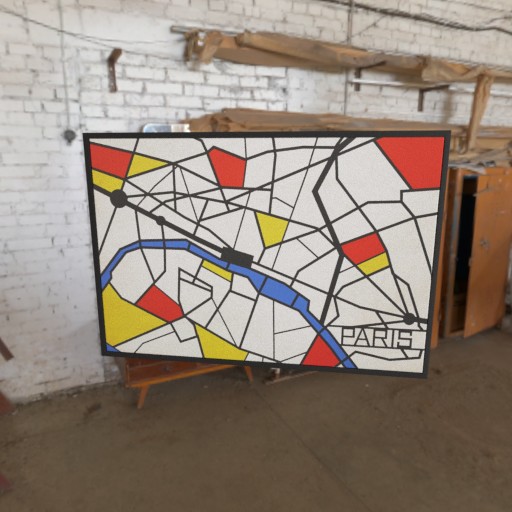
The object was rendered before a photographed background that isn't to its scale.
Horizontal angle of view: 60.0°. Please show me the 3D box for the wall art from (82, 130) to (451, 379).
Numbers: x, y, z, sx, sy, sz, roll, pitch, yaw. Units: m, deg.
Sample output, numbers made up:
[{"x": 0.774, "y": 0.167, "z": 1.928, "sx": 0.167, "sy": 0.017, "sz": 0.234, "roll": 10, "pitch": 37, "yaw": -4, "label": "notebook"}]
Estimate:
[{"x": 0.000, "y": 0.000, "z": 1.230, "sx": 0.963, "sy": 0.665, "sz": 0.013, "roll": 2, "pitch": 13, "yaw": 8, "label": "wall art"}]
